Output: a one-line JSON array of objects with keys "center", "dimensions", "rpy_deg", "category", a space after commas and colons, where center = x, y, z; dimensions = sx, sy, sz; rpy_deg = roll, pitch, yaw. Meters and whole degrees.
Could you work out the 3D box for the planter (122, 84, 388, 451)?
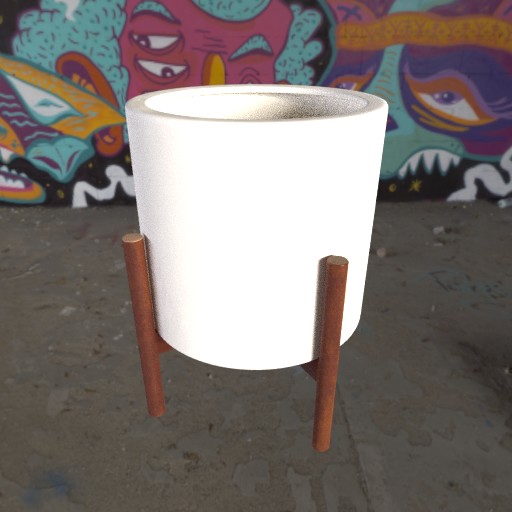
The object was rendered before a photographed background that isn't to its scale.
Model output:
[{"center": [0.000, 0.000, 0.860], "dimensions": [0.420, 0.581, 0.421], "rpy_deg": [8, 28, 15], "category": "planter"}]
